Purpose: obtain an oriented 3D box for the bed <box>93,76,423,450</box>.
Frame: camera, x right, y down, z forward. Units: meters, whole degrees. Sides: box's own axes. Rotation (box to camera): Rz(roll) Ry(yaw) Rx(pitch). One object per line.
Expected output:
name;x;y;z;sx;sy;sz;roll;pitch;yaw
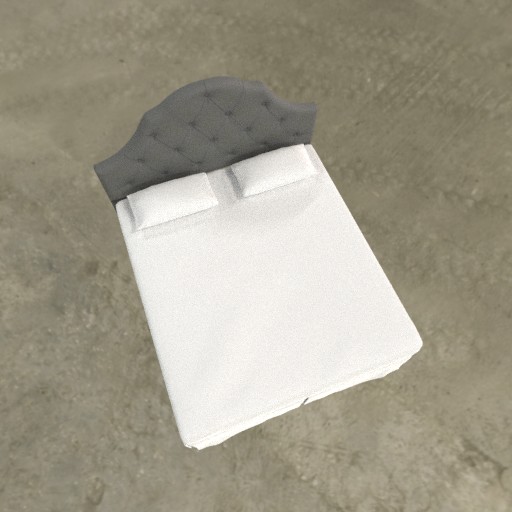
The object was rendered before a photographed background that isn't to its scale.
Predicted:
bed;0.000;0.000;3.469;2.008;1.615;2.214;-19;64;-9
